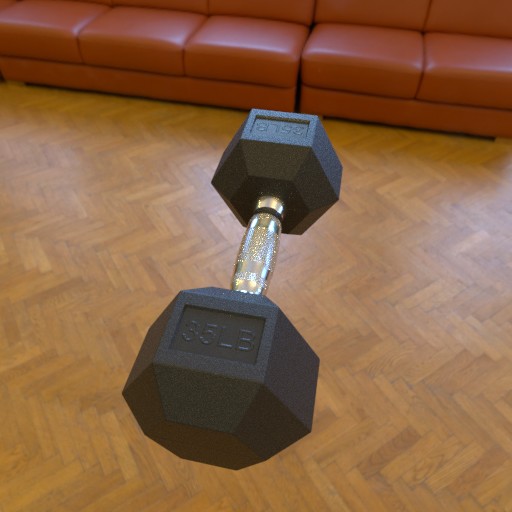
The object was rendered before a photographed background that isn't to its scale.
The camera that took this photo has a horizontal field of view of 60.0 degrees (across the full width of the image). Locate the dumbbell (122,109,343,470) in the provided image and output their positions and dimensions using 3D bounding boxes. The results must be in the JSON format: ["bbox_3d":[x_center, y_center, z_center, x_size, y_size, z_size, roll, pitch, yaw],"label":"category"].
[{"bbox_3d":[0.000,0.000,0.418,0.141,0.123,0.356,9,49,8],"label":"dumbbell"}]
